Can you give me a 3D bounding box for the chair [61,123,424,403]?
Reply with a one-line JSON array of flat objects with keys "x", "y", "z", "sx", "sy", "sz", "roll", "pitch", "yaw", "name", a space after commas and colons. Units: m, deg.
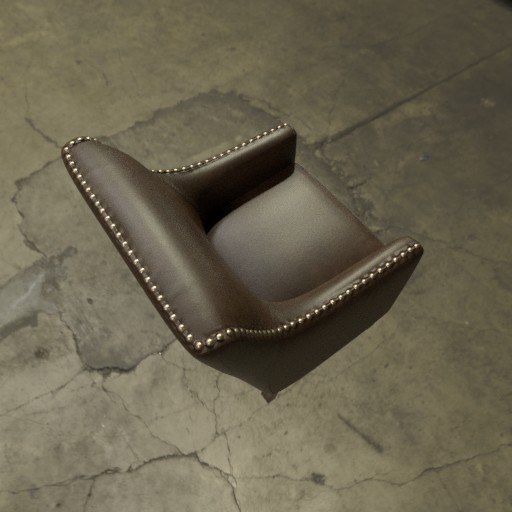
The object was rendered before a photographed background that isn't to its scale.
[{"x": 0.000, "y": 0.000, "z": 1.317, "sx": 0.704, "sy": 0.813, "sz": 0.639, "roll": -31, "pitch": 63, "yaw": -18, "name": "chair"}]
